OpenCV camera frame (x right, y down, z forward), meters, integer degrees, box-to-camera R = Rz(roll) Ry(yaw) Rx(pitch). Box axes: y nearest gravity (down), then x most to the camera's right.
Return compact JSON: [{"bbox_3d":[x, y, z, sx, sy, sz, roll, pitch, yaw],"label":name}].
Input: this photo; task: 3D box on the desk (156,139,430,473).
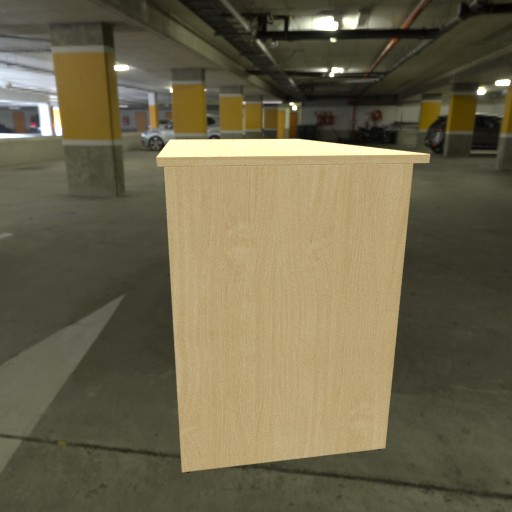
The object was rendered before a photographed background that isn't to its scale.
[{"bbox_3d":[0.000,0.000,1.505,0.560,0.735,1.097,-3,17,-9],"label":"desk"}]
